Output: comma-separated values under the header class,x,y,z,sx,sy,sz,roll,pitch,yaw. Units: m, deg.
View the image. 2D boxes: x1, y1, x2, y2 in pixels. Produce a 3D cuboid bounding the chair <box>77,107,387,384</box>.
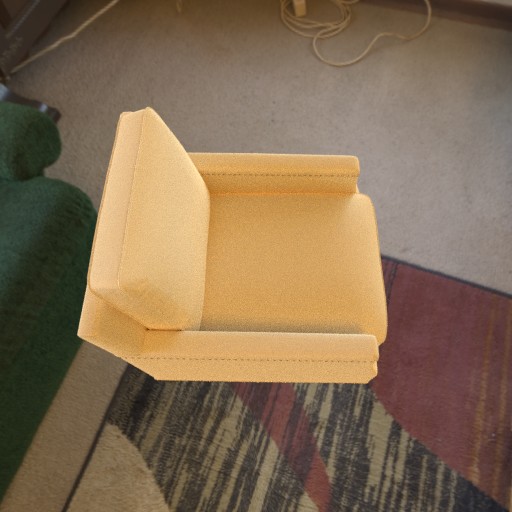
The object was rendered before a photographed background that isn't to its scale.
class,x,y,z,sx,sy,sz,roll,pitch,yaw
chair,0.000,0.000,1.737,1.014,0.943,0.853,1,64,0
